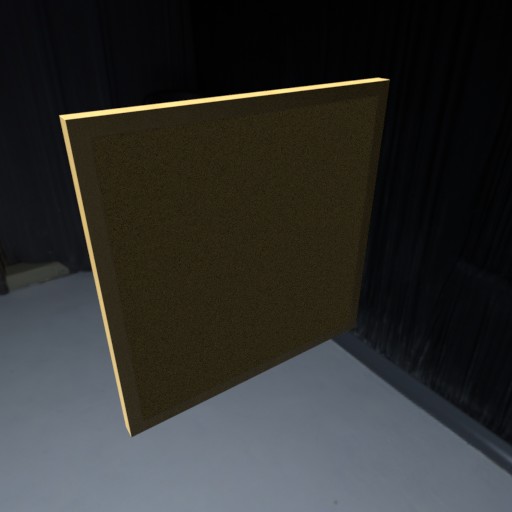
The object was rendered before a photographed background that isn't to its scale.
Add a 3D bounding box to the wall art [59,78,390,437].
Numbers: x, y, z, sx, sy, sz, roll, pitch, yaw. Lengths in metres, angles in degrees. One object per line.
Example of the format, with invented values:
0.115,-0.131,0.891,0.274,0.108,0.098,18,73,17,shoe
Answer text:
0.000,0.000,2.784,1.935,1.936,0.097,-19,35,-29,wall art
